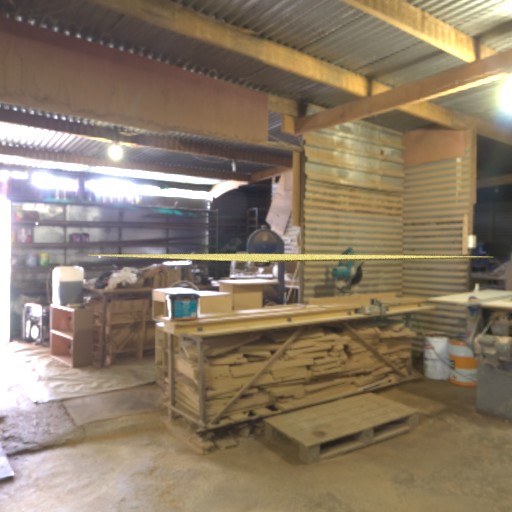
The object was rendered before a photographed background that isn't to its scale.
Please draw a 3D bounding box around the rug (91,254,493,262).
[{"bbox_3d":[0.000,0.000,2.890,1.529,0.007,2.297,-1,1,-36],"label":"rug"}]
